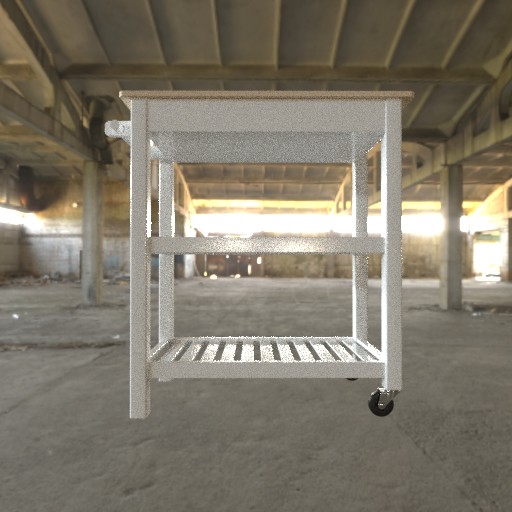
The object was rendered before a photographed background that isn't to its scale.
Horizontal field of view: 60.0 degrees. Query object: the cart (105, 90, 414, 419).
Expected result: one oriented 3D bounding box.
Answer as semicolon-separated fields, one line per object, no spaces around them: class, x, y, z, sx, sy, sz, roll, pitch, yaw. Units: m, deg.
cart;0.000;0.000;1.472;0.899;0.927;0.457;0;-1;0
